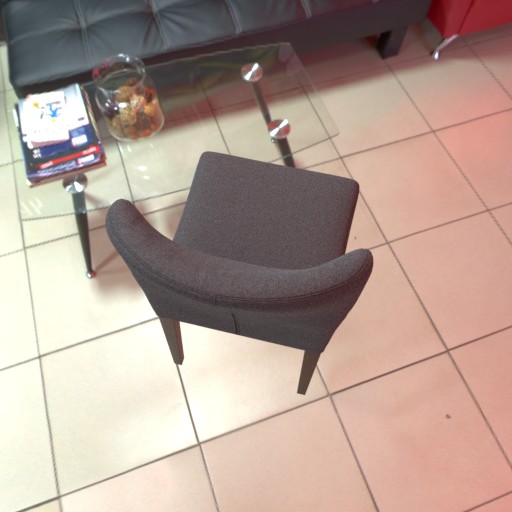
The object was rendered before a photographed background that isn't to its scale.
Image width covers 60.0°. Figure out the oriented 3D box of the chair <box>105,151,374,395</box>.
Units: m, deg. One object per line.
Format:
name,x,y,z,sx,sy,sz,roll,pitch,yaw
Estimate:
chair,0.000,0.000,1.184,0.491,0.839,0.592,12,64,6
